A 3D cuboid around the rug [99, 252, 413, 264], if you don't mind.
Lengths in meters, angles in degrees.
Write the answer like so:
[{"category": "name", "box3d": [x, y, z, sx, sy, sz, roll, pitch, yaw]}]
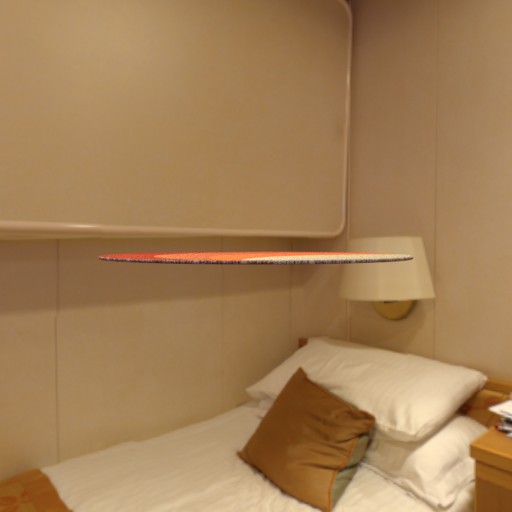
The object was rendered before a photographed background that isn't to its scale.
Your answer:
[{"category": "rug", "box3d": [0.000, 0.000, 2.262, 1.514, 0.015, 1.514, 0, 2, 0]}]
